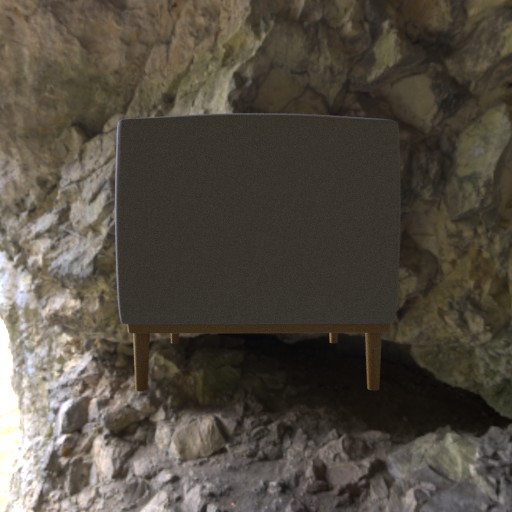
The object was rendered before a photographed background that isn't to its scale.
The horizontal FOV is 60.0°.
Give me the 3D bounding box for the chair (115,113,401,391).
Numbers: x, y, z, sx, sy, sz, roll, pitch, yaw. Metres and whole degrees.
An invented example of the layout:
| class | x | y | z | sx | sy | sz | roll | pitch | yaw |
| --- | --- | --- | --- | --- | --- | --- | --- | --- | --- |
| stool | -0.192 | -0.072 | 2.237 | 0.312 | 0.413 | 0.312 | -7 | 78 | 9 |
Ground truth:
| class | x | y | z | sx | sy | sz | roll | pitch | yaw |
| --- | --- | --- | --- | --- | --- | --- | --- | --- | --- |
| chair | 0.000 | 0.000 | 1.710 | 0.946 | 0.818 | 0.951 | 0 | 0 | -1 |
